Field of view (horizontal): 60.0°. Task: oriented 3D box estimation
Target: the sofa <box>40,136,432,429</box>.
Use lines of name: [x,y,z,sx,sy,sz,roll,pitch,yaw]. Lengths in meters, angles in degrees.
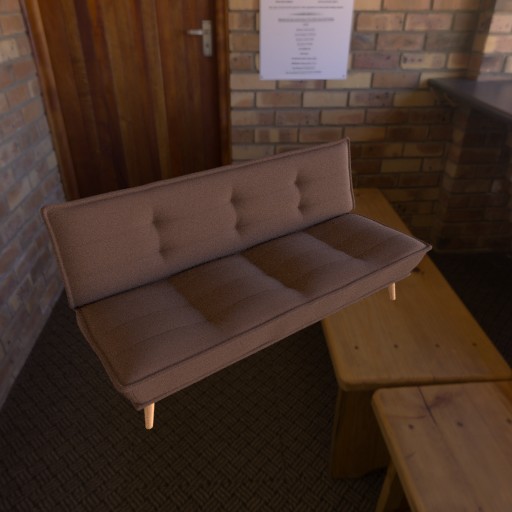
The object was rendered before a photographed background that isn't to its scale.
sofa: [0.000,0.000,2.461,1.940,0.890,0.950,-20,36,-30]
